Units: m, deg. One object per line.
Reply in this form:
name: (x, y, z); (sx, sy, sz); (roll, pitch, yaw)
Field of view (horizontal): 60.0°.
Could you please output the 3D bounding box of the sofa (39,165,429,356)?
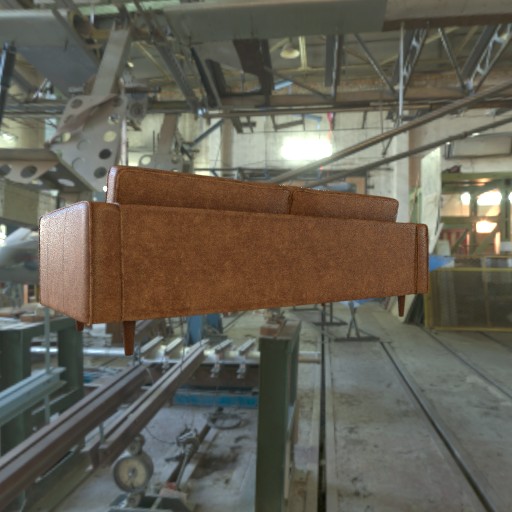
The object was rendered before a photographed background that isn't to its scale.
sofa: (0.000, 0.000, 2.584); (2.199, 0.779, 0.886); (0, 1, -37)
